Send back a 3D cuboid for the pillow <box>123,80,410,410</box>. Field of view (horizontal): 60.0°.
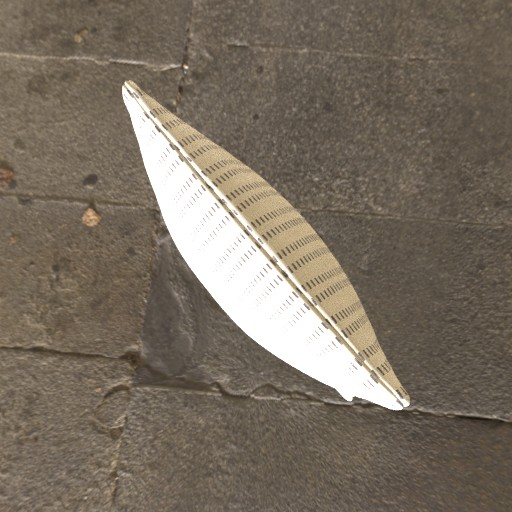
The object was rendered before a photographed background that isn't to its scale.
[{"bbox_3d":[0.000,0.000,0.800,0.210,0.353,0.640,-39,78,-10],"label":"pillow"}]
